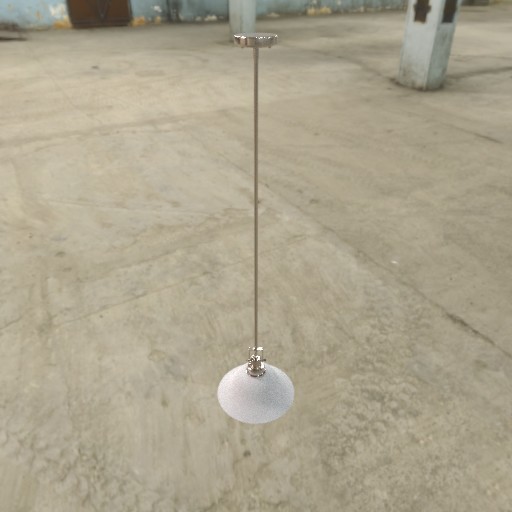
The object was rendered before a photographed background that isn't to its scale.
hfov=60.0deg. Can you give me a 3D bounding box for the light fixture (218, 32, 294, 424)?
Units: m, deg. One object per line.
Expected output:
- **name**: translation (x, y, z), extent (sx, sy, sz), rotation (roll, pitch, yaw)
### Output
- **light fixture**: translation (0.000, 0.000, 1.510), extent (0.324, 1.354, 0.324), rotation (-1, 32, -1)
